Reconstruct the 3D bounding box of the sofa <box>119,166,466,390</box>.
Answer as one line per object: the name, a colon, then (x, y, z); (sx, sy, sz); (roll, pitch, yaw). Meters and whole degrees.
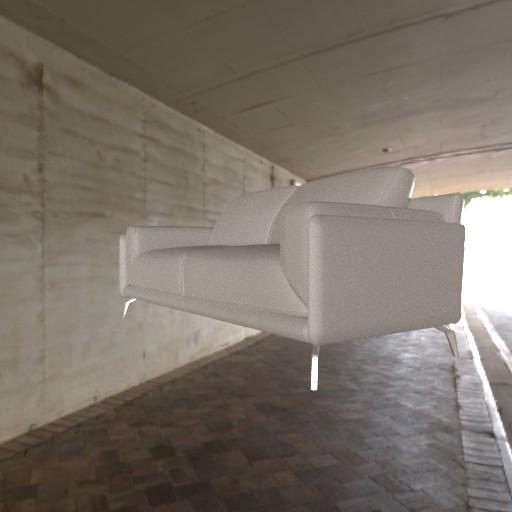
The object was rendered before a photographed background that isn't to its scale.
sofa: (0.000, 0.000, 2.591); (1.049, 0.930, 2.101); (0, 1, -35)
